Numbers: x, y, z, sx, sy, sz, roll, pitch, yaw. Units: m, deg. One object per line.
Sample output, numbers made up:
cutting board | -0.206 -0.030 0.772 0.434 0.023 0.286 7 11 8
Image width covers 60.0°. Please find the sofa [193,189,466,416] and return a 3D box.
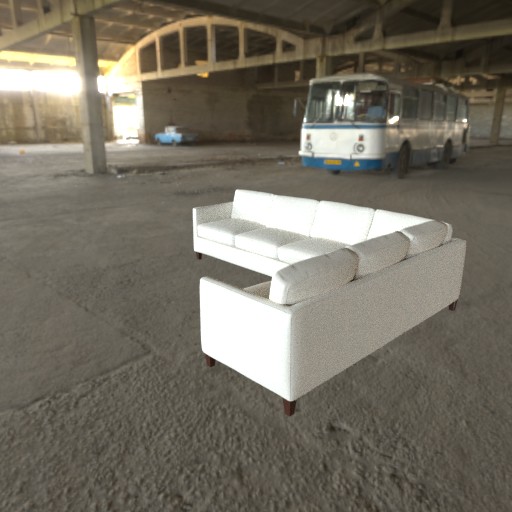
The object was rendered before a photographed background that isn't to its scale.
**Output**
sofa | 0.000 0.000 4.647 2.593 0.947 3.302 -15 22 -41
